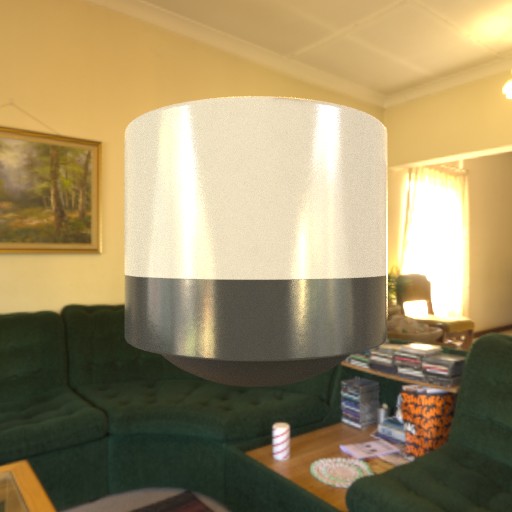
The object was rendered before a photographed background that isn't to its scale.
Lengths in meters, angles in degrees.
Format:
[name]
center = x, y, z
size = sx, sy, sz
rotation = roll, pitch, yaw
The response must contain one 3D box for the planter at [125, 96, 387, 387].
[planter]
center = 0.000, 0.000, 0.340
size = 0.193, 0.177, 0.193
rotation = 0, 0, 0
